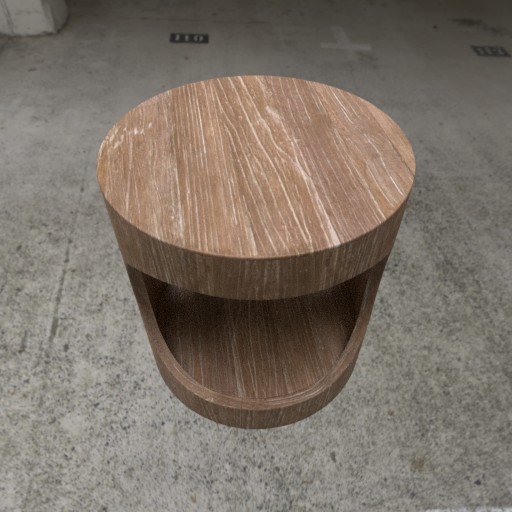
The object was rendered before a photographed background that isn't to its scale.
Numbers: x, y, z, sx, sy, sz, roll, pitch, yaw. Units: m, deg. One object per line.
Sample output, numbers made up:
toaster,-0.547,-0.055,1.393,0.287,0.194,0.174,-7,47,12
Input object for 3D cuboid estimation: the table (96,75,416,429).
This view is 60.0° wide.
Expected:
table,0.000,0.000,0.952,0.527,0.551,0.527,0,47,0
